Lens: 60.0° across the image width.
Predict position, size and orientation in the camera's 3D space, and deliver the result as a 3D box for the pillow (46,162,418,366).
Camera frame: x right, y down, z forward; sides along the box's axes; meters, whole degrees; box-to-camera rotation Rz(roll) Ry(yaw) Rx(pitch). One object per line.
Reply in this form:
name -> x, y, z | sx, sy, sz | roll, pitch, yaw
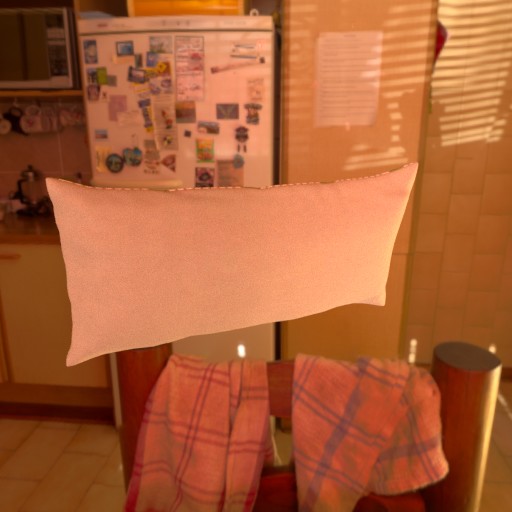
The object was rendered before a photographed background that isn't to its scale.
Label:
pillow -> 0.000, 0.000, 0.733 | 0.608, 0.292, 0.156 | -7, 17, -24
